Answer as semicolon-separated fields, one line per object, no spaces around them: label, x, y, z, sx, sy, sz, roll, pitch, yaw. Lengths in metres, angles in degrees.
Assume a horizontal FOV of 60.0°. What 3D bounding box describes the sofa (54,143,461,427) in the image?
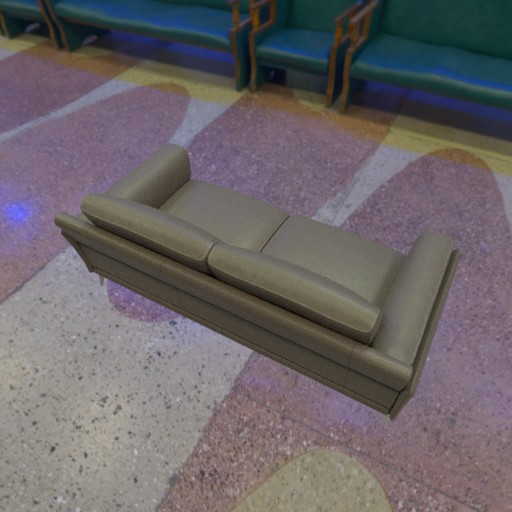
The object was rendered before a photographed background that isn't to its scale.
sofa;0.000;0.000;2.627;2.101;0.930;1.049;22;51;19
